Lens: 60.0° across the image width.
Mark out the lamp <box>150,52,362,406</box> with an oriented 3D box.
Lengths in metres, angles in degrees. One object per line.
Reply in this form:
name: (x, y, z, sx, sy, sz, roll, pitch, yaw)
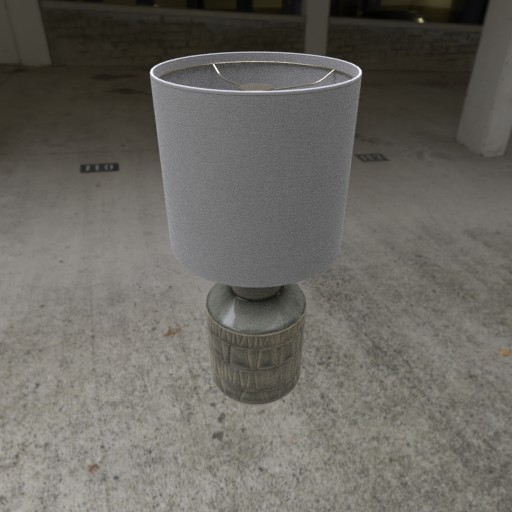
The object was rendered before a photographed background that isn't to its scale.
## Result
lamp: (0.000, 0.000, 0.573, 0.211, 0.455, 0.211, -9, 34, -14)
